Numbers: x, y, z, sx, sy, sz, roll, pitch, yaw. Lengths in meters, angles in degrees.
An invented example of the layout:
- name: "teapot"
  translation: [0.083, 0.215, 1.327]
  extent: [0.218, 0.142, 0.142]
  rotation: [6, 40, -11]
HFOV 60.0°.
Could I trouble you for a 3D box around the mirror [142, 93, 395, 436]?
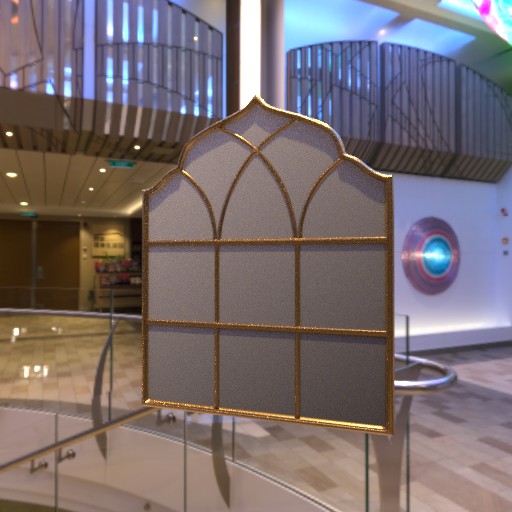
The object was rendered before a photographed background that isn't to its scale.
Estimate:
- name: "mirror"
  translation: [0.000, 0.000, 0.862]
  extent: [0.513, 0.635, 0.018]
  rotation: [0, -1, 19]
